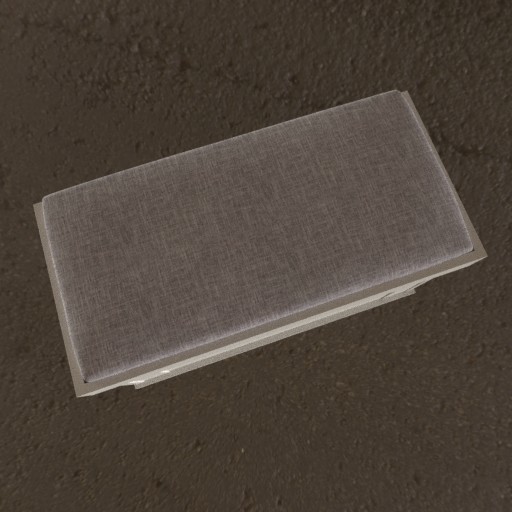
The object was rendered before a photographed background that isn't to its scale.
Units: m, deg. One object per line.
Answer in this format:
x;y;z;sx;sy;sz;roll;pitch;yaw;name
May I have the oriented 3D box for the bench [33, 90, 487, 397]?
0.000;0.000;0.984;0.734;0.461;0.362;-18;76;-5;bench
